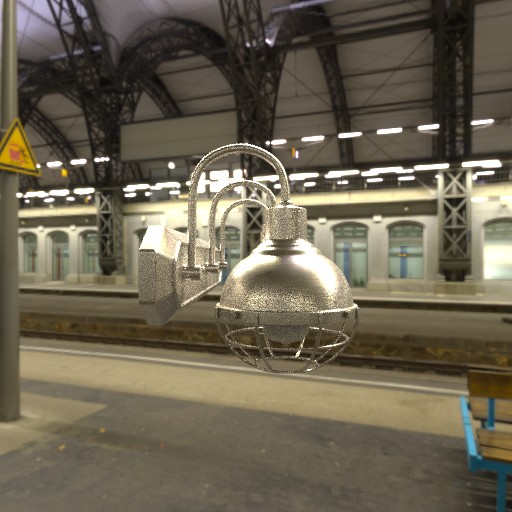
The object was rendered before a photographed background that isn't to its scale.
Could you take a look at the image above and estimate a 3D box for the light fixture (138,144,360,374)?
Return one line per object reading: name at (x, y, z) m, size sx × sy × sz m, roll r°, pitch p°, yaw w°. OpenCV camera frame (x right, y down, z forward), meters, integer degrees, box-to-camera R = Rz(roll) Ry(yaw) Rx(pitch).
light fixture at (0.000, 0.000, 0.744) m, size 0.229 × 0.254 × 0.634 m, roll 0°, pitch 0°, yaw 0°
